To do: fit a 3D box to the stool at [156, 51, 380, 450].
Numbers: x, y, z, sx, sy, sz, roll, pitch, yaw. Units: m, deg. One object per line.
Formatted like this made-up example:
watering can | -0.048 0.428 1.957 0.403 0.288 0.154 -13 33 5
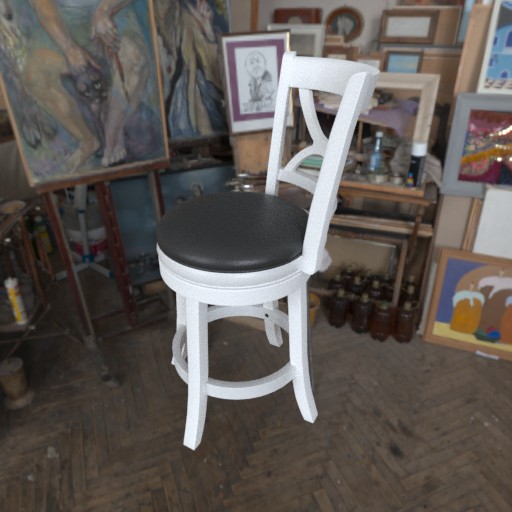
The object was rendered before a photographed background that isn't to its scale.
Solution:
stool | 0.000 0.000 1.179 0.508 0.953 0.444 -8 30 -13
